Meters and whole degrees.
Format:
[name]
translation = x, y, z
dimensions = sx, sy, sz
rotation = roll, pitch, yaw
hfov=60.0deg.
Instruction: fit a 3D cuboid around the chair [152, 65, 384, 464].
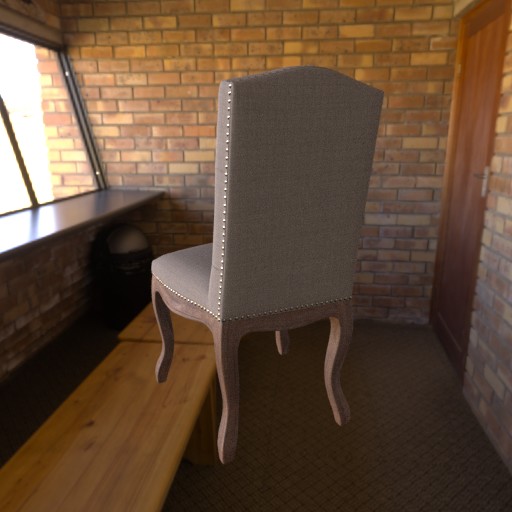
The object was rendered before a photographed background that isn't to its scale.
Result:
[chair]
translation = 0.000, 0.000, 1.596
dimensions = 0.637, 1.191, 0.731
rotation = -7, 16, -25
